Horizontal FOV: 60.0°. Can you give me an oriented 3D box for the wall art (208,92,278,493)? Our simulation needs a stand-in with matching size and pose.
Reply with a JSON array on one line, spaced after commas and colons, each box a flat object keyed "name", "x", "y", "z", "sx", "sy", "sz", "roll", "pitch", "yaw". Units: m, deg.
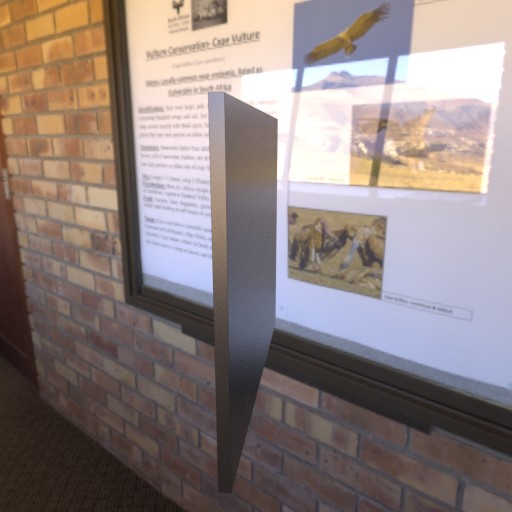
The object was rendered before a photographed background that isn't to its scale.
[{"name": "wall art", "x": 0.000, "y": 0.000, "z": 0.530, "sx": 0.012, "sy": 0.332, "sz": 0.383, "roll": 2, "pitch": 15, "yaw": 8}]
